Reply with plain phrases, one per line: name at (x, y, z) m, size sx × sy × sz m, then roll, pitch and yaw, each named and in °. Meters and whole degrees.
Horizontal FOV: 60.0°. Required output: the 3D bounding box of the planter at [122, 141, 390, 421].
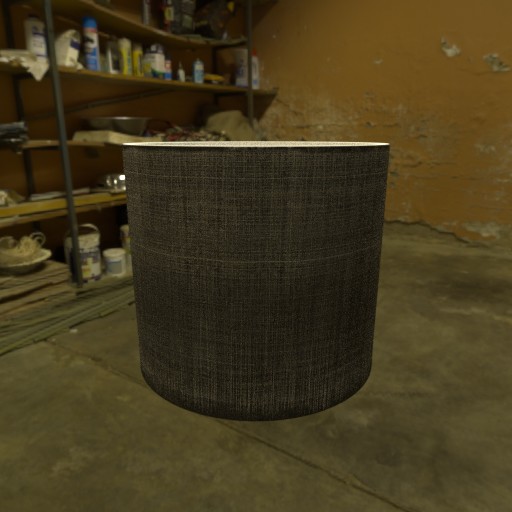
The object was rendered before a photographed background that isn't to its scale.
planter at (0.000, 0.000, 0.407) m, size 0.221 × 0.201 × 0.221 m, roll 0°, pitch 15°, yaw 0°
